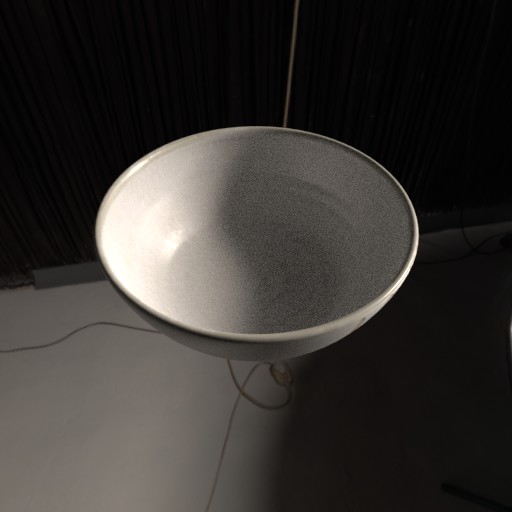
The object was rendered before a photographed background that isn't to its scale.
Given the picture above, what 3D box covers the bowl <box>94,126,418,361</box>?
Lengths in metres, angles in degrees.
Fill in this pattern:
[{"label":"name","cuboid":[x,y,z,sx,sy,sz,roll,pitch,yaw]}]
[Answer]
[{"label":"bowl","cuboid":[0.000,0.000,0.419,0.268,0.121,0.268,0,46,0]}]
